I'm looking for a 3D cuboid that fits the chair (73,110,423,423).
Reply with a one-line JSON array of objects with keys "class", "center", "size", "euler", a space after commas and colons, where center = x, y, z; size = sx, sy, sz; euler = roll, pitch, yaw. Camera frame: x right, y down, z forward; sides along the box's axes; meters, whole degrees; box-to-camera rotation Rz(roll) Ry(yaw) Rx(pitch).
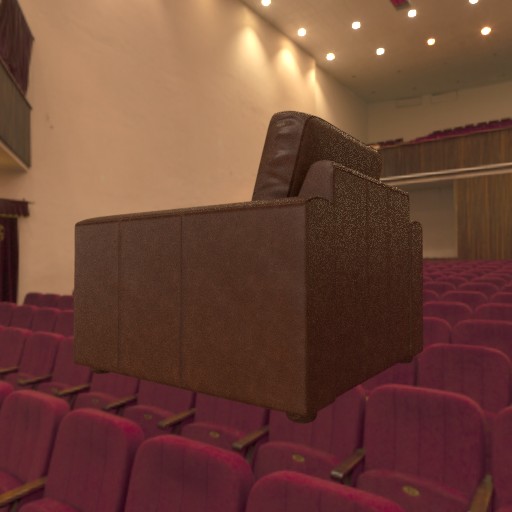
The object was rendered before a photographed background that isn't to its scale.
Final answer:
[{"class": "chair", "center": [0.000, 0.000, 1.752], "size": [1.016, 0.873, 1.005], "euler": [-1, -1, 36]}]
